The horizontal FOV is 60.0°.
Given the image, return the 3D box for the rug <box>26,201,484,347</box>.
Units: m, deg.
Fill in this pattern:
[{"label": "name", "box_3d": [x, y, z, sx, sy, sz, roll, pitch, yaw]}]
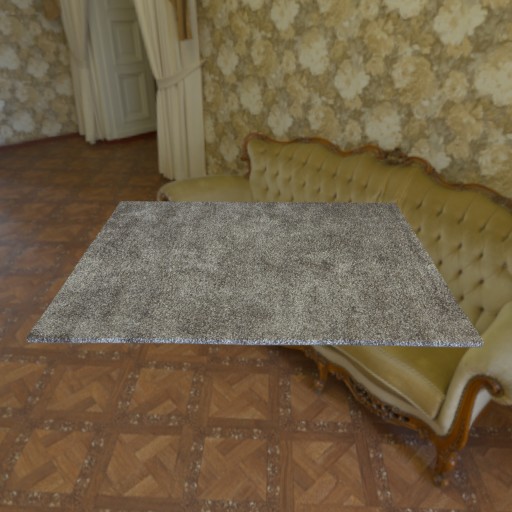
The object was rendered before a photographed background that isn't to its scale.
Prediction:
[{"label": "rug", "box_3d": [0.000, 0.000, 2.065, 1.601, 0.025, 1.198, 0, 31, 1]}]
